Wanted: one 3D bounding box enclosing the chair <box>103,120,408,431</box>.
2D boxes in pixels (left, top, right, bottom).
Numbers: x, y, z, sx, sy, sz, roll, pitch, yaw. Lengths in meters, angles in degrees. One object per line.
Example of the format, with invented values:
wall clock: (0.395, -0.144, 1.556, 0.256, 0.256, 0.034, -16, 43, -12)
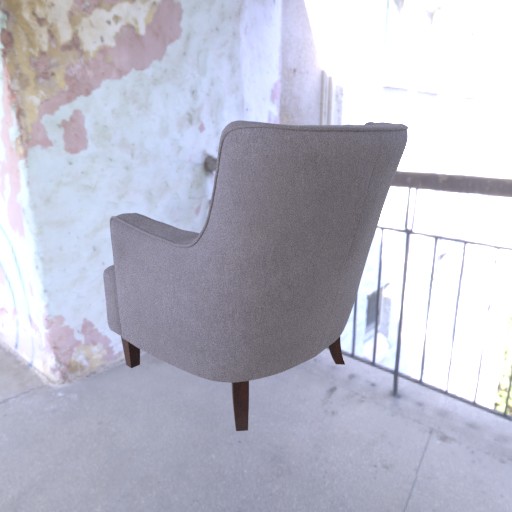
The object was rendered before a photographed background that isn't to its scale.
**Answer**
chair: (0.000, 0.000, 1.582, 0.910, 0.919, 0.781, 15, 22, 42)
